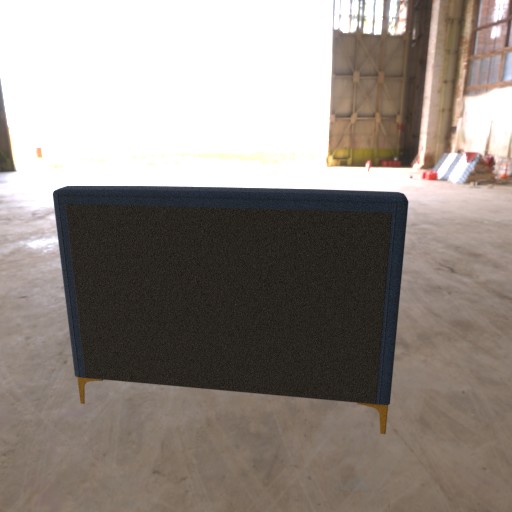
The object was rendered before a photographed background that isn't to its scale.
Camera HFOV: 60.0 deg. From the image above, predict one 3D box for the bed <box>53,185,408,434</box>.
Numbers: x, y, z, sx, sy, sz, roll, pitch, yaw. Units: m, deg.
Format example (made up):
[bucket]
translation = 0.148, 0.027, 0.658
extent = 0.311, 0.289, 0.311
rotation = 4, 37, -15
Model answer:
[bed]
translation = 0.000, 0.000, 3.242
extent = 1.723, 1.231, 2.172
rotation = 2, 16, 9
